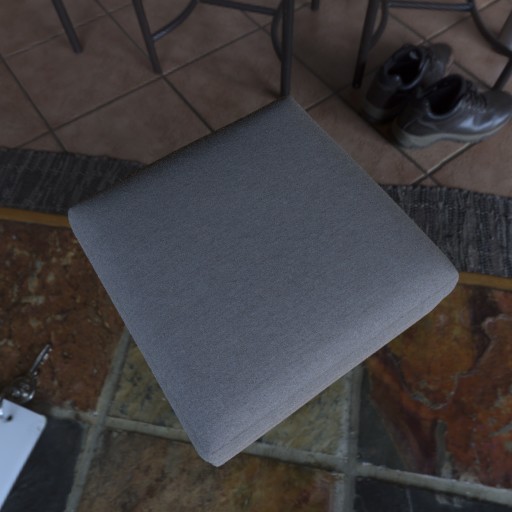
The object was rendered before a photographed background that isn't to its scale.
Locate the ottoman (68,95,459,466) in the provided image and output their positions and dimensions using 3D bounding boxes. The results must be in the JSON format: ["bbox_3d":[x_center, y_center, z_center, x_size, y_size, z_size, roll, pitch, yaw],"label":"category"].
[{"bbox_3d":[0.000,0.000,1.657,1.041,0.470,1.041,-31,67,-15],"label":"ottoman"}]
